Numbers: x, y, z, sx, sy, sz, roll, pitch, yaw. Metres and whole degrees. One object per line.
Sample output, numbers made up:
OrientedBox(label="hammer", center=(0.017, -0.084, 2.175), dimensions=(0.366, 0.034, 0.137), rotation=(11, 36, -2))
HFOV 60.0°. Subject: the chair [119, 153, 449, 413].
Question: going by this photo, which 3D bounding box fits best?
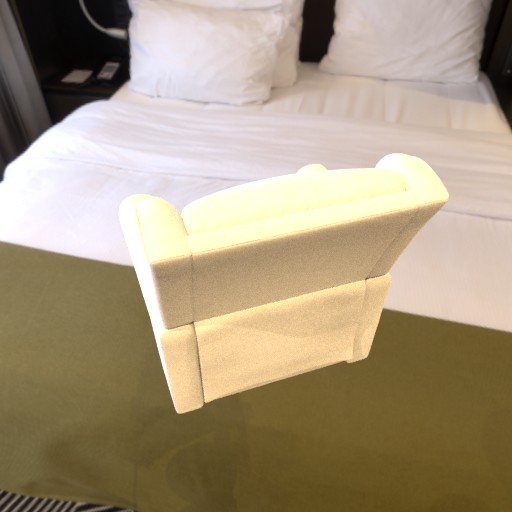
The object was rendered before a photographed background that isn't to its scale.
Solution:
OrientedBox(label="chair", center=(0.000, 0.000, 1.642), dimensions=(0.906, 0.967, 0.854), rotation=(-13, 43, -14))
